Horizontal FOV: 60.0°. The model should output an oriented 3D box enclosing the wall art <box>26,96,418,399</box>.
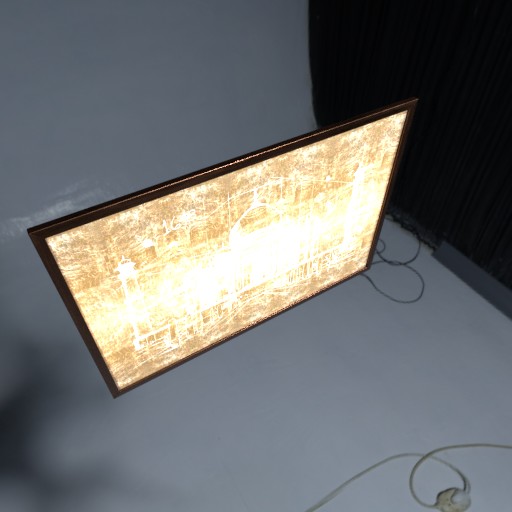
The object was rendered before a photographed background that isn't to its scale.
[{"bbox_3d":[0.000,0.000,1.025,0.816,0.559,0.014,-24,51,-21],"label":"wall art"}]
